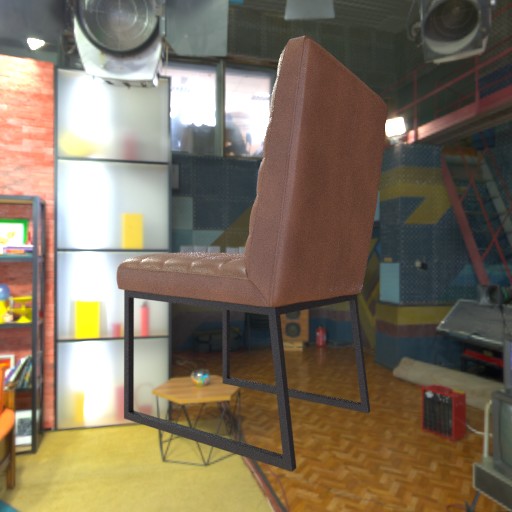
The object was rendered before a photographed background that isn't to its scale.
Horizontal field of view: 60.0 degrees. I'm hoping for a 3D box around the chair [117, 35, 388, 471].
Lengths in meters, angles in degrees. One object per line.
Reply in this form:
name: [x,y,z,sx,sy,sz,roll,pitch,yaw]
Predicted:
chair: [0.000,0.000,1.288,0.634,0.930,0.520,0,-1,35]
